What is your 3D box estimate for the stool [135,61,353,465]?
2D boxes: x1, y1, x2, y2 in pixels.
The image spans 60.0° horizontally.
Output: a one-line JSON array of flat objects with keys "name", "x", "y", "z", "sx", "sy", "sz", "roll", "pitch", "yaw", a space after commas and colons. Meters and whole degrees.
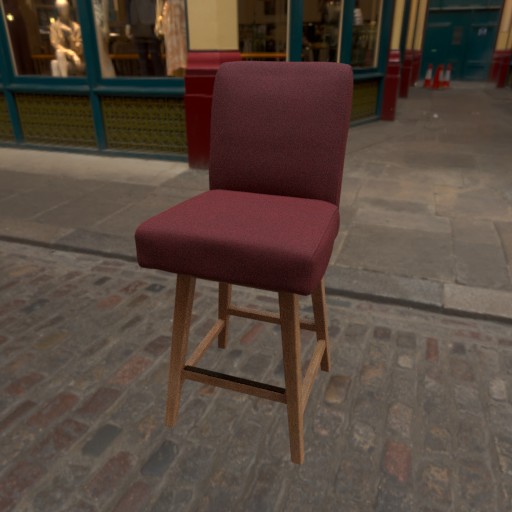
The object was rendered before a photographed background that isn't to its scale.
[{"name": "stool", "x": 0.000, "y": 0.000, "z": 1.311, "sx": 0.468, "sy": 1.038, "sz": 0.562, "roll": 9, "pitch": 27, "yaw": 17}]
